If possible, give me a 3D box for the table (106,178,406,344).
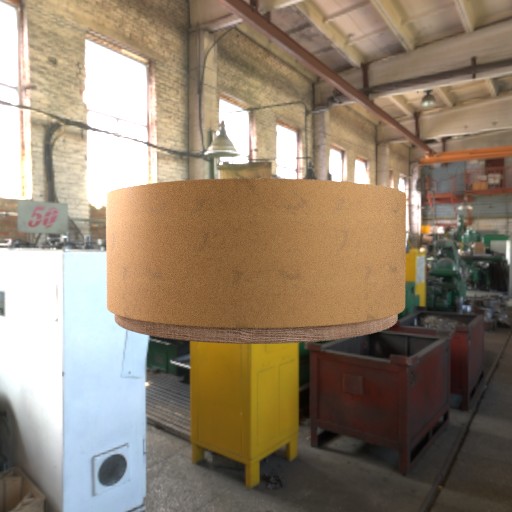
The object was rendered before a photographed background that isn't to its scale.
[{"bbox_3d":[0.000,0.000,1.565,1.001,0.409,1.001,0,2,0],"label":"table"}]
